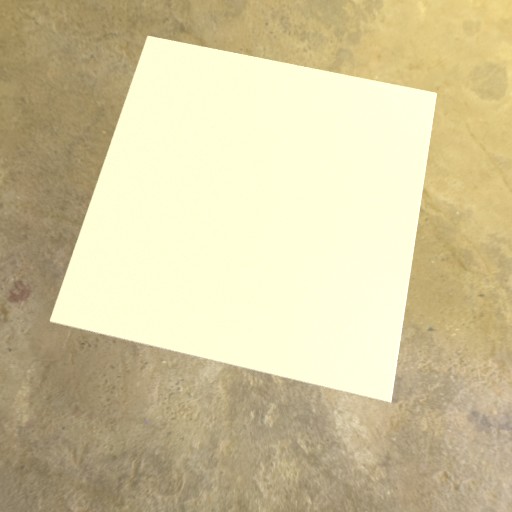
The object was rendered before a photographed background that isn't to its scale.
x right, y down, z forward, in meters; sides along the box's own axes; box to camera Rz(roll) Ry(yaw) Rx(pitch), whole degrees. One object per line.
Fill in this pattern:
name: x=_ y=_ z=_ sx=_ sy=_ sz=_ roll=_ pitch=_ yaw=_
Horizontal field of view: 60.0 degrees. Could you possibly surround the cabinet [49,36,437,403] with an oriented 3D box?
cabinet: x=0.000 y=0.000 z=1.124 sx=0.544 sy=0.775 sz=0.547 roll=13 pitch=76 yaw=3
